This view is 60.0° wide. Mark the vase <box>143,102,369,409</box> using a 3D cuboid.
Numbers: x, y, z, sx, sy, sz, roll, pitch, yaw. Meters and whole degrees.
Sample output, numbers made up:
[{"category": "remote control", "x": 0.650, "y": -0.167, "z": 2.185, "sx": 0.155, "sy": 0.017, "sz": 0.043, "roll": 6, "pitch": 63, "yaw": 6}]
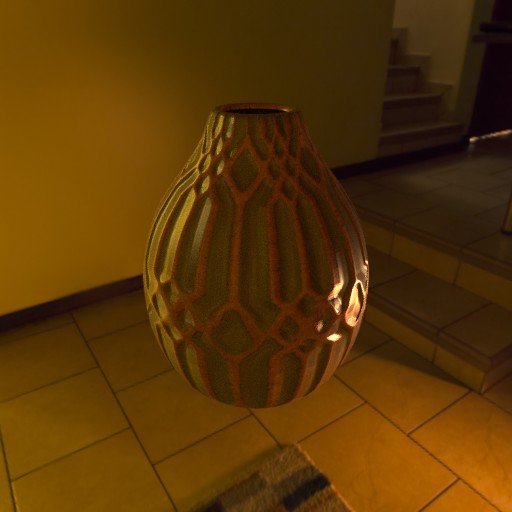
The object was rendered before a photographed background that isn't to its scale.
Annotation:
[{"category": "vase", "x": 0.000, "y": 0.000, "z": 0.137, "sx": 0.069, "sy": 0.088, "sz": 0.069, "roll": 0, "pitch": 26, "yaw": 0}]
